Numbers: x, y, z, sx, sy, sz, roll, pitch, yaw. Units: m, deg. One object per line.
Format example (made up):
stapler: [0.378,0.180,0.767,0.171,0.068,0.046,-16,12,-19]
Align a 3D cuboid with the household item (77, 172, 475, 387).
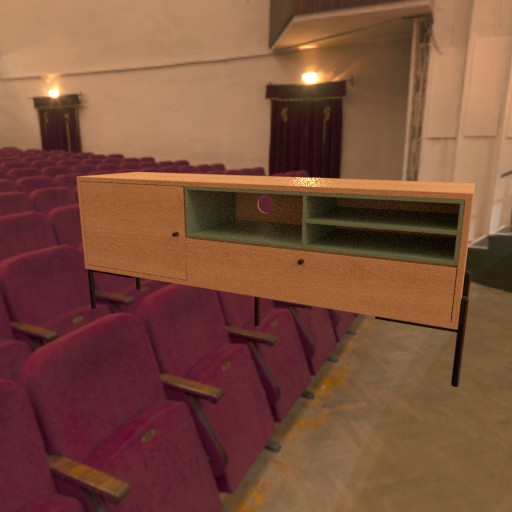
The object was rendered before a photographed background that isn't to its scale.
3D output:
household item: [0.000,0.000,1.767,1.550,0.600,0.400,7,16,26]
